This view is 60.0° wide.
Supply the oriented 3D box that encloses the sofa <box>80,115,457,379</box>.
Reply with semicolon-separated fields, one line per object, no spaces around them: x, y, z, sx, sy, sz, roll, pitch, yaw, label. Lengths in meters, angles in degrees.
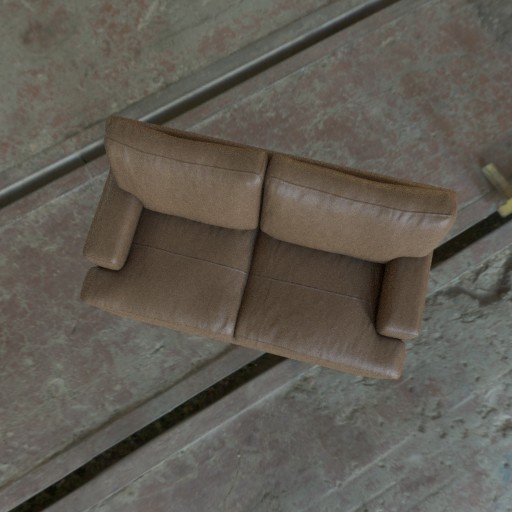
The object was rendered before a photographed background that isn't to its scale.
0.000;0.000;2.439;1.855;0.980;0.962;13;77;3;sofa
